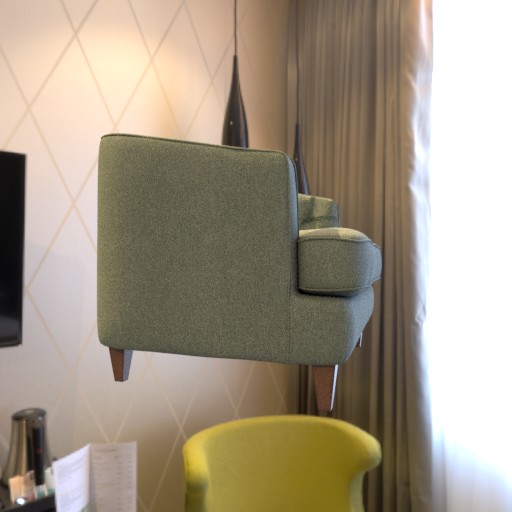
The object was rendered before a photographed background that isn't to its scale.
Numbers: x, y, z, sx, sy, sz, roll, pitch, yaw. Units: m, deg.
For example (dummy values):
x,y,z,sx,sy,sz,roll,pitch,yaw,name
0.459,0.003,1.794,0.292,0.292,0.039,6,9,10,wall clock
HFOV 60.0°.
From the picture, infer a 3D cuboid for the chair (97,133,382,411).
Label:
x,y,z,sx,sy,sz,roll,pitch,yaw,name
0.000,0.000,1.772,0.945,0.852,1.094,0,-1,18,chair
